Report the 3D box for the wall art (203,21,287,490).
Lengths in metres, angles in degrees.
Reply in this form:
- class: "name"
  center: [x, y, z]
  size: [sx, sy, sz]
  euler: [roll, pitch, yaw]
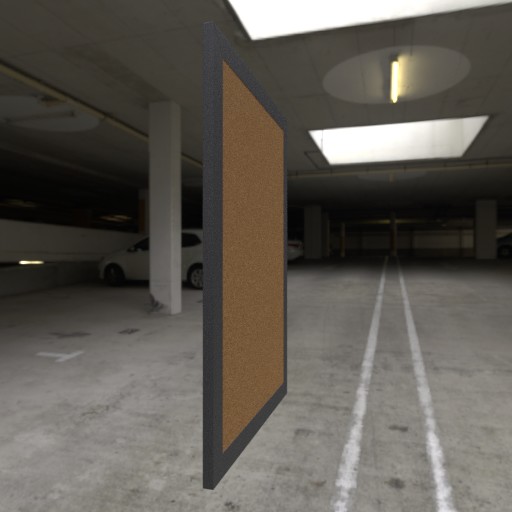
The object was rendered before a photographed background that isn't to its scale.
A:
- class: "wall art"
  center: [0.000, 0.000, 0.687]
  size: [0.013, 0.534, 0.380]
  euler: [0, 0, 17]
